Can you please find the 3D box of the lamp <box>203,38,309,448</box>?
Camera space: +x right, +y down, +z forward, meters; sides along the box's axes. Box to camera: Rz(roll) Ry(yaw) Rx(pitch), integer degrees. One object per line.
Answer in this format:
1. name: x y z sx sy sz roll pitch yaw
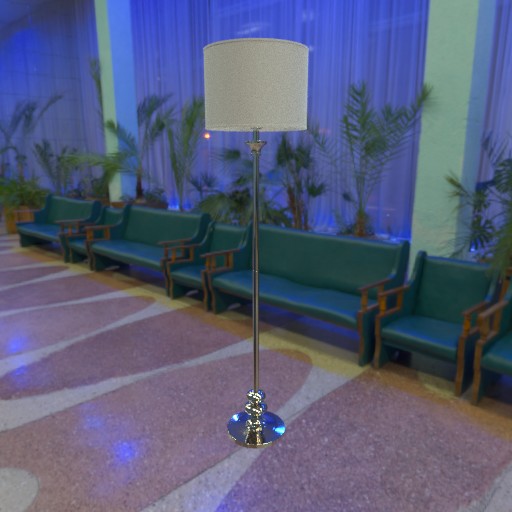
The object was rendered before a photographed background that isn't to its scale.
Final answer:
1. lamp: 0.000 0.000 1.673 0.356 1.487 0.356 -13 18 -43
